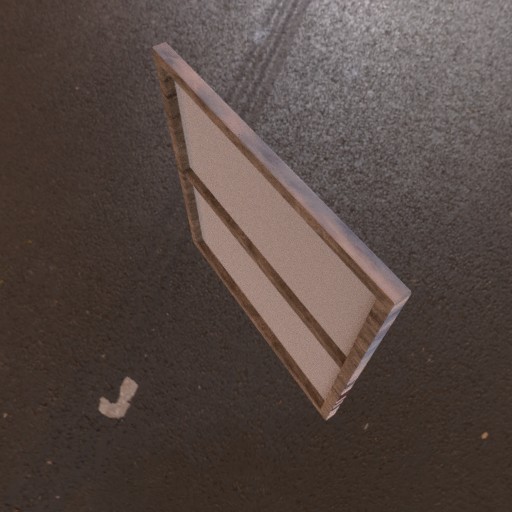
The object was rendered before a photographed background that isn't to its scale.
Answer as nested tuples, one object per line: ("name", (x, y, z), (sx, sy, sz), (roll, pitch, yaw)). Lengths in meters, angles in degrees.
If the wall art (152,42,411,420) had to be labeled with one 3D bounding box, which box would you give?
("wall art", (0.000, 0.000, 1.111), (0.035, 0.747, 0.747), (-30, 62, -18))
